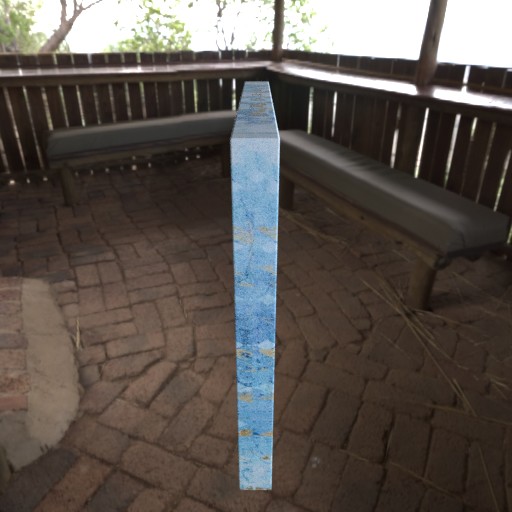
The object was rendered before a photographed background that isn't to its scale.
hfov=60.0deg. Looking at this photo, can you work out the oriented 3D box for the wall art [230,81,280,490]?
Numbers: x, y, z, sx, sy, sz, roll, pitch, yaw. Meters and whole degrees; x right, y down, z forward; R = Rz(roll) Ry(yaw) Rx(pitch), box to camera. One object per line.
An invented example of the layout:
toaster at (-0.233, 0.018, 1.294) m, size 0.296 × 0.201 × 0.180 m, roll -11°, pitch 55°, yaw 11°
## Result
wall art at (0.000, 0.000, 0.604) m, size 0.037 × 0.405 × 0.405 m, roll 0°, pitch 27°, yaw 0°
